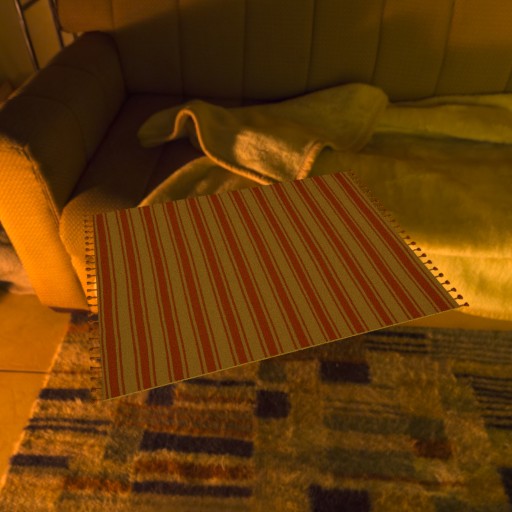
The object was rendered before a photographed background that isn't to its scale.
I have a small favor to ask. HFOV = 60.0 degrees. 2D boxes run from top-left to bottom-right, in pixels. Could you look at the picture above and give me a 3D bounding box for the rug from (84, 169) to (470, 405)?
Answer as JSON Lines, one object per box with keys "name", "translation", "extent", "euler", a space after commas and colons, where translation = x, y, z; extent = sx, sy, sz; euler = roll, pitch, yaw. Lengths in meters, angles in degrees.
{"name": "rug", "translation": [0.000, 0.000, 4.569], "extent": [3.369, 0.035, 2.451], "euler": [-12, 44, -12]}
